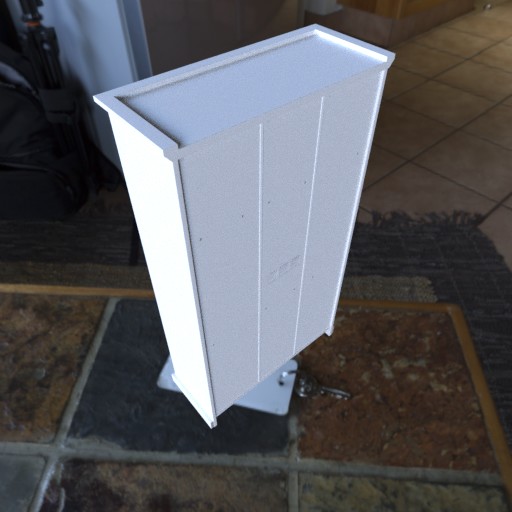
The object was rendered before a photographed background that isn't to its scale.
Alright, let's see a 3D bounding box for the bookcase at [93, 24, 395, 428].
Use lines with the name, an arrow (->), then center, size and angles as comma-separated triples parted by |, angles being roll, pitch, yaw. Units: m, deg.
bookcase -> 0.000, 0.000, 2.262 | 1.050, 1.880, 0.432 | -31, 53, -27
